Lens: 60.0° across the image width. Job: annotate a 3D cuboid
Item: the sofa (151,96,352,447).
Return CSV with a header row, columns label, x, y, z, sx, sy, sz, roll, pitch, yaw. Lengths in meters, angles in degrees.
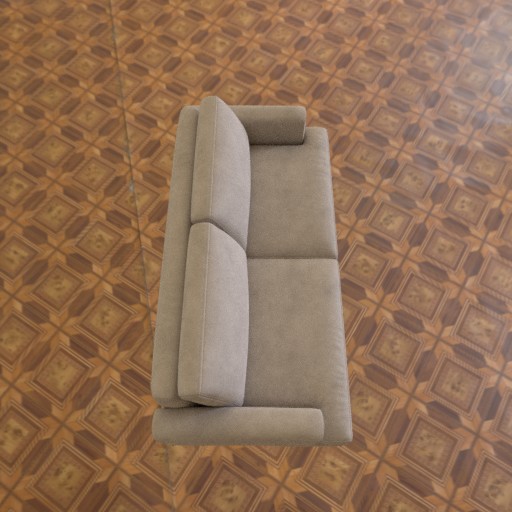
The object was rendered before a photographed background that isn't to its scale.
label,x,y,z,sx,sy,sz,roll,pitch,yaw
sofa,0.000,0.000,2.554,0.980,0.830,2.013,0,64,0
